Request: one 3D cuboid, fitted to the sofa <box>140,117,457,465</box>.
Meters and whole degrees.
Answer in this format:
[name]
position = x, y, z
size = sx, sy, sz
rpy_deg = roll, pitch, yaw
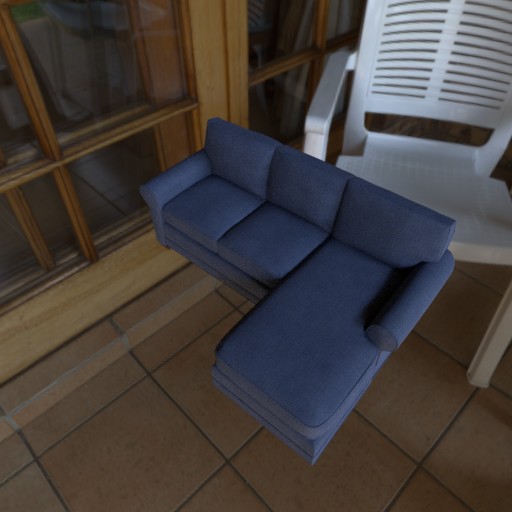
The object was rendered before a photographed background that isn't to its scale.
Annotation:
[sofa]
position = 0.000, 0.000, 3.540
size = 2.567, 1.063, 1.780
rpy_deg = 31, 53, 27
